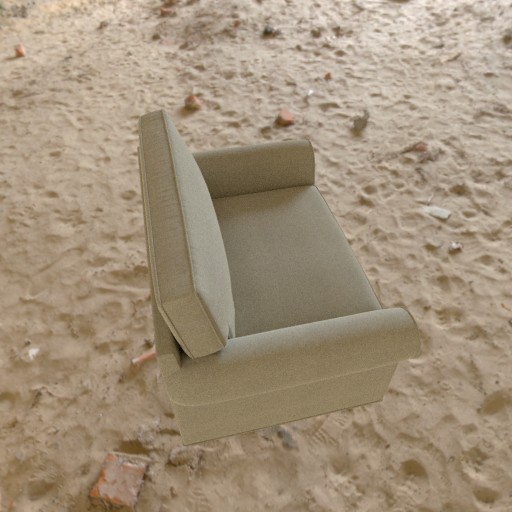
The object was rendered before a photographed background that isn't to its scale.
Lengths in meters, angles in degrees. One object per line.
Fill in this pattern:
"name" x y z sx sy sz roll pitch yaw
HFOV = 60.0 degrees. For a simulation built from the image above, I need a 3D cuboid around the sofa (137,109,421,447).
"sofa" 0.000 0.000 2.074 0.936 0.991 1.405 -10 47 -9
